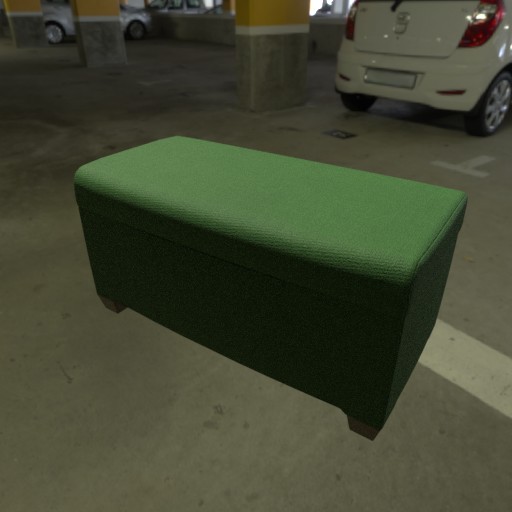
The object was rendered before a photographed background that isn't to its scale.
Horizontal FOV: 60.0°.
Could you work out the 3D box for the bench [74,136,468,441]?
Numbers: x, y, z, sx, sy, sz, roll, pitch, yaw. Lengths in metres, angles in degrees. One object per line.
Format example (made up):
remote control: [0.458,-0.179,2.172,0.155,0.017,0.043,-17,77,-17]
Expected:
bench: [0.000,0.000,1.285,0.989,0.501,0.505,18,35,29]
